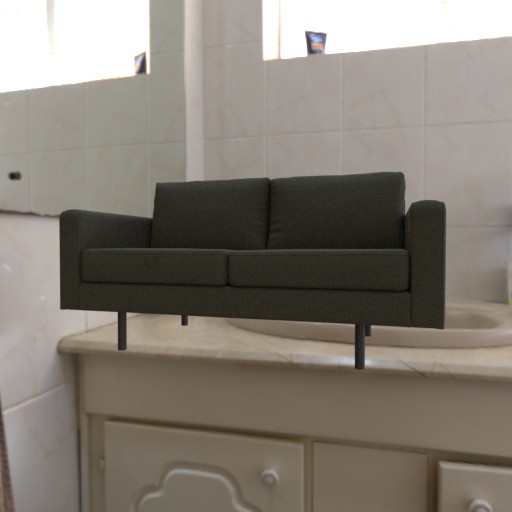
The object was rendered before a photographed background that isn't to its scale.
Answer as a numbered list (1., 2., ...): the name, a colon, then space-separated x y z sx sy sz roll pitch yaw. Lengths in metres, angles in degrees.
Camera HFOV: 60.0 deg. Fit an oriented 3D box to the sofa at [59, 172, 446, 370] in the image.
1. sofa: 0.000 0.000 2.298 1.730 0.897 0.889 0 1 17
